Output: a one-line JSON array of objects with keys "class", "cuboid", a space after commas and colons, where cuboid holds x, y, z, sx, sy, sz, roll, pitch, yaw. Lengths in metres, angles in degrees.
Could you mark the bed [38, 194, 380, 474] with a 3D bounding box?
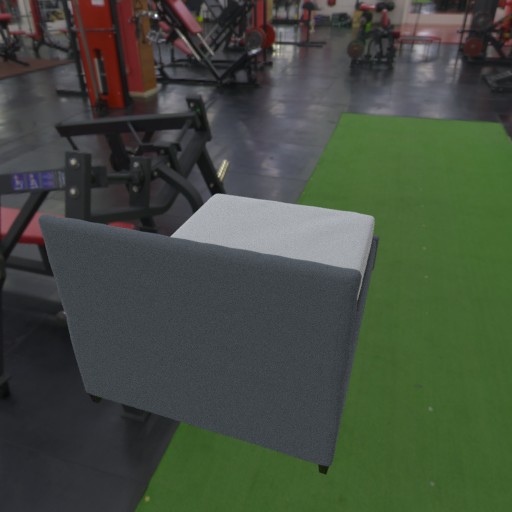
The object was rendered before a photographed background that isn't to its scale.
[{"class": "bed", "cuboid": [0.000, 0.000, 3.335, 1.698, 1.427, 2.231, 10, 33, 16]}]
